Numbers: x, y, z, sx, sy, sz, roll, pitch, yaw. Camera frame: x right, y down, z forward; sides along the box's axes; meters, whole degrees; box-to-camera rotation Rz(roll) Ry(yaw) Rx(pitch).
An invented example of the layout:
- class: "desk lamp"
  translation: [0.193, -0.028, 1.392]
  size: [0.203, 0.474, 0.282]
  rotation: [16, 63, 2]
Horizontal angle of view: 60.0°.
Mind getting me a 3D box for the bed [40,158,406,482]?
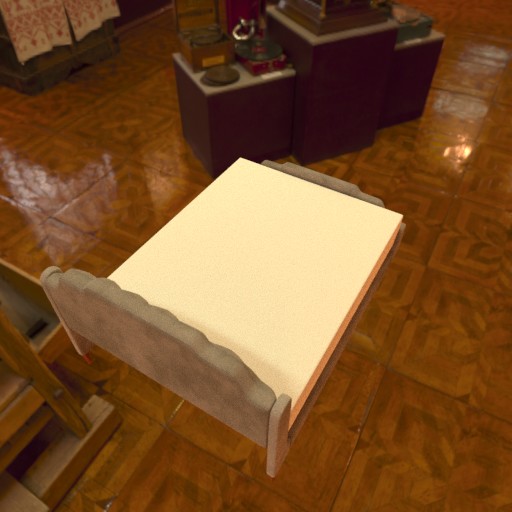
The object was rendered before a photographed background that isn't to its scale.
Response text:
- class: "bed"
  translation: [0.000, 0.000, 3.345]
  size: [1.676, 1.245, 2.340]
  rotation: [24, 51, 21]
